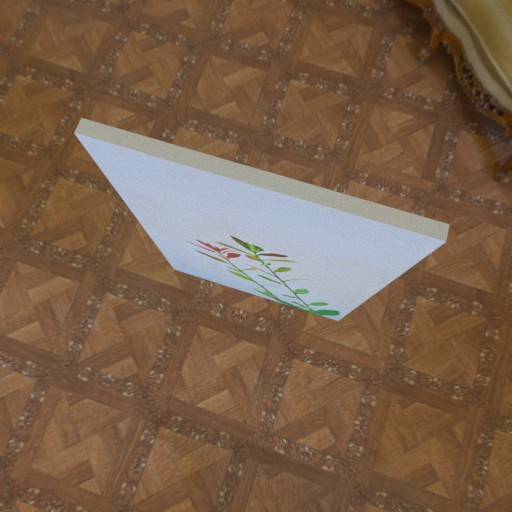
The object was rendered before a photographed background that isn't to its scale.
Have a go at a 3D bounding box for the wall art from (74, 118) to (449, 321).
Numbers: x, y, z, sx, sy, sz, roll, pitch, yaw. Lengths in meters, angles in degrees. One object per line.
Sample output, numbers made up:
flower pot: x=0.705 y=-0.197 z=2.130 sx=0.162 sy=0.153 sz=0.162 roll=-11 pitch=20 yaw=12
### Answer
wall art: x=0.000 y=0.000 z=1.422 sx=0.764 sy=1.143 sz=0.038 roll=17 pitch=75 yaw=5
